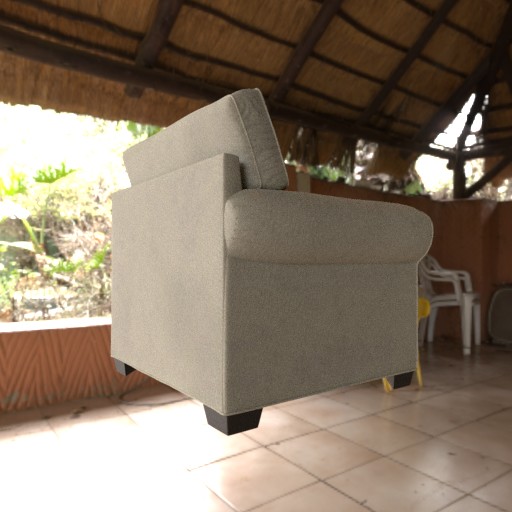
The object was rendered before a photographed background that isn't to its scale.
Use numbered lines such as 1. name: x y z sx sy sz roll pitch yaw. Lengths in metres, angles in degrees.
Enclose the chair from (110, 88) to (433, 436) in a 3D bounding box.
1. chair: 0.000 0.000 1.908 0.939 1.044 1.147 0 -1 -36
